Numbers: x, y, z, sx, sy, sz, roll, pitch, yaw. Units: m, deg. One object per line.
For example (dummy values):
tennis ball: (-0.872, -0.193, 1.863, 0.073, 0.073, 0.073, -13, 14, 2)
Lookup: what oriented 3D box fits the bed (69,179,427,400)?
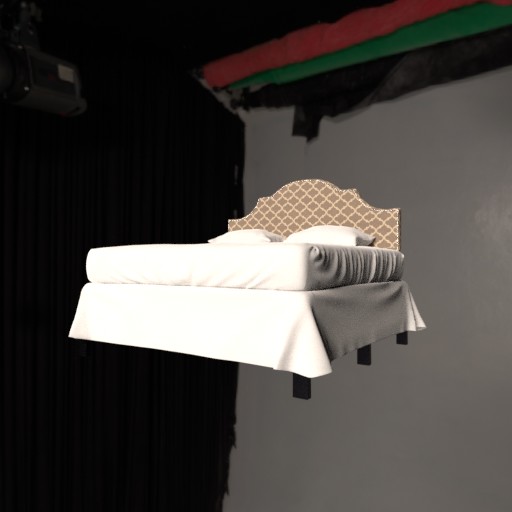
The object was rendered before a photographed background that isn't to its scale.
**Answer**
bed: (0.000, 0.000, 3.800, 2.314, 1.601, 2.222, -1, -1, 34)
